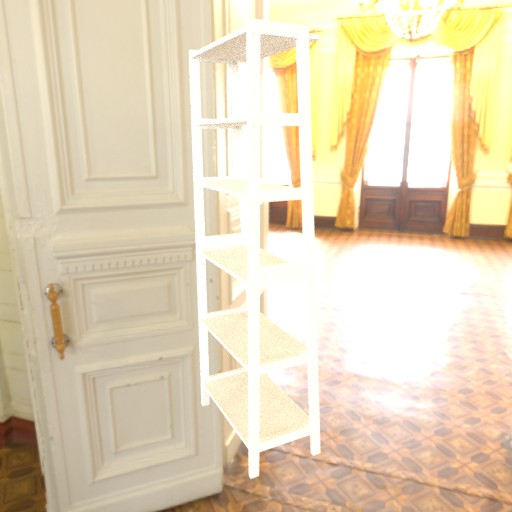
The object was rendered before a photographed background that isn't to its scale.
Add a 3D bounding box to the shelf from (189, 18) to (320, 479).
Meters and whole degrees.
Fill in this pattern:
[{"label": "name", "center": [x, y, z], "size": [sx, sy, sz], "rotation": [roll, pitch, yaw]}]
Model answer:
[{"label": "shelf", "center": [0.000, 0.000, 2.131], "size": [0.381, 1.892, 0.660], "rotation": [-7, 17, -26]}]
